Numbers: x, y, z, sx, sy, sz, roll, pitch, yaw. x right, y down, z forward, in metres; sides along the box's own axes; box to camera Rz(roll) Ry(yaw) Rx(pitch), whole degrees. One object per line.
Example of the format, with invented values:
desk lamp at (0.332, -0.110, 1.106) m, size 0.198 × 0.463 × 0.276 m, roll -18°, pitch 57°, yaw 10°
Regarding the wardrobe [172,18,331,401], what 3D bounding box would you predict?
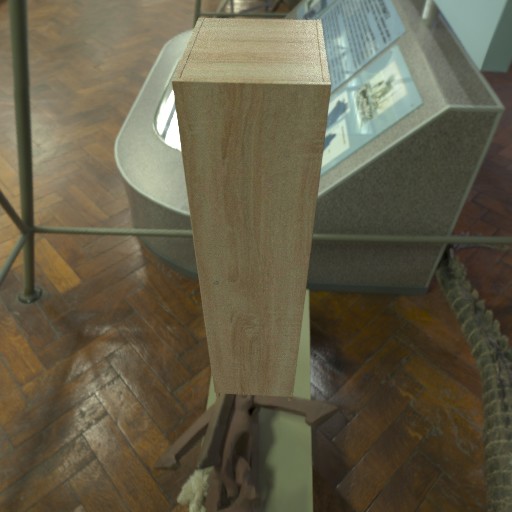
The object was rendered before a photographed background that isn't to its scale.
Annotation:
wardrobe at (0.000, 0.000, 2.327) m, size 0.496 × 2.117 × 0.588 m, roll 2°, pitch 45°, yaw 2°
